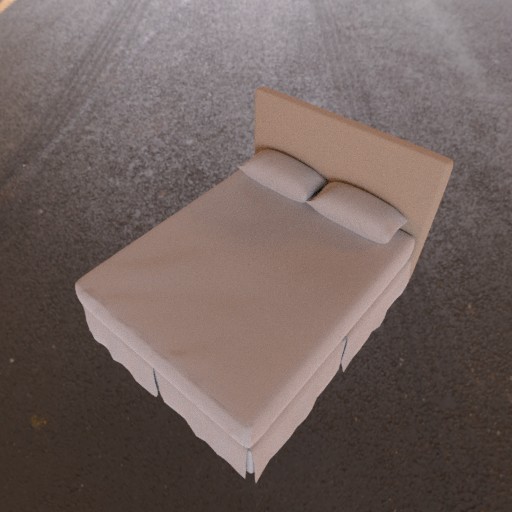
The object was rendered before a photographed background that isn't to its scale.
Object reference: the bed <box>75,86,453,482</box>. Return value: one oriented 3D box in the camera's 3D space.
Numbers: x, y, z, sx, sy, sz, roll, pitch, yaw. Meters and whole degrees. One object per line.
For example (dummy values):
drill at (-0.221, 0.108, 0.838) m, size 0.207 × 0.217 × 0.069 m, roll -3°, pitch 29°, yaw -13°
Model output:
bed at (0.000, 0.000, 3.227) m, size 1.748 × 1.330 × 2.142 m, roll 32°, pitch 54°, yaw 26°
